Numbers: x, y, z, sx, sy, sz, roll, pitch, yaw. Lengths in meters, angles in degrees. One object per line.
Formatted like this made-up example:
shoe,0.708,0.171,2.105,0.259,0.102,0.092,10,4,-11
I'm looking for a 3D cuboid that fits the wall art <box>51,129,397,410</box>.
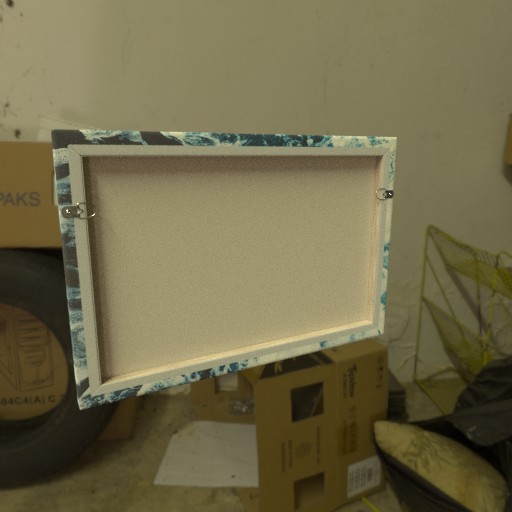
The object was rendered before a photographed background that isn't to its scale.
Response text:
wall art,0.000,0.000,1.918,1.524,1.017,0.055,-7,15,-27
